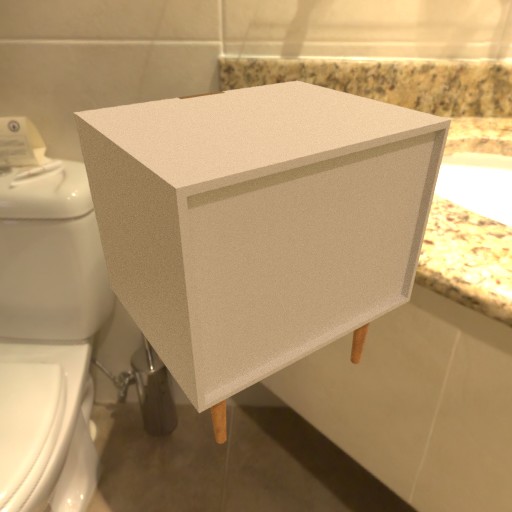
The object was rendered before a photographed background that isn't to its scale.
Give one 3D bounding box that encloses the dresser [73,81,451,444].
[{"bbox_3d":[0.000,0.000,0.908,0.503,0.568,0.414,-20,37,-29],"label":"dresser"}]
